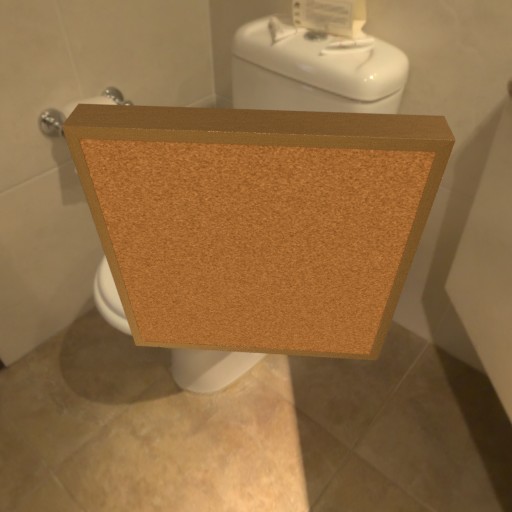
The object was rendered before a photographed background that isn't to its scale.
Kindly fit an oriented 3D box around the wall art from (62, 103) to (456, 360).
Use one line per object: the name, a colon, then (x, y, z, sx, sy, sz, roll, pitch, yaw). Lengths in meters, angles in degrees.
wall art: (0.000, 0.000, 0.462, 0.304, 0.305, 0.038, 3, 45, 3)
